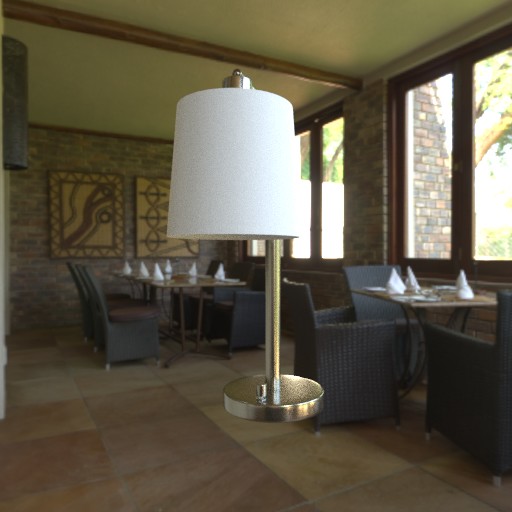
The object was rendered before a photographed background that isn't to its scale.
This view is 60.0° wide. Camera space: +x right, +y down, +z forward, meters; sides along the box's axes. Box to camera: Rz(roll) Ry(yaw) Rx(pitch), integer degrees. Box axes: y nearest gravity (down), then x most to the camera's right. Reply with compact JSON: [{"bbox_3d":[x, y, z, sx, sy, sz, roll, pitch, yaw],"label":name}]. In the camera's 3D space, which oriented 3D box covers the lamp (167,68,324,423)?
[{"bbox_3d":[0.000,0.000,0.647,0.171,0.489,0.333,0,1,20],"label":"lamp"}]
